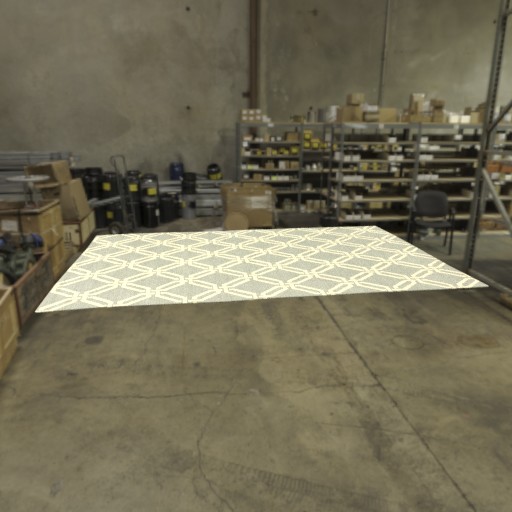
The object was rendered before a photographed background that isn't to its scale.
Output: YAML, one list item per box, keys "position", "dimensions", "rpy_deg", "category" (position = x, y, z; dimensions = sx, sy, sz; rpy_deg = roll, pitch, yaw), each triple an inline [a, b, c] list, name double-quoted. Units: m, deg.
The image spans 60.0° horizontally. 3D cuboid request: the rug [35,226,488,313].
- position: [0.000, 0.000, 2.214]
  dimensions: [1.754, 0.010, 1.148]
  rpy_deg: [-2, 17, -8]
  category: "rug"
